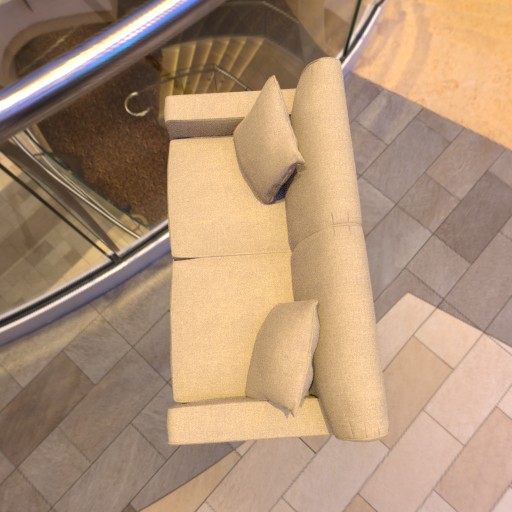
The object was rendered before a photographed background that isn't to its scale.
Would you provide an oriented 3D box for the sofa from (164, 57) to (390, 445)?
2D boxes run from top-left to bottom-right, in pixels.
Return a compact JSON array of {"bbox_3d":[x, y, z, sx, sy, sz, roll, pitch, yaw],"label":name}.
[{"bbox_3d":[0.000,0.000,2.418,0.998,0.958,1.846,-3,75,-1],"label":"sofa"}]
